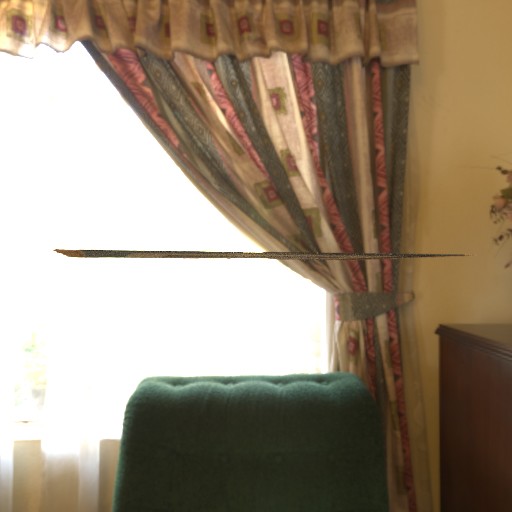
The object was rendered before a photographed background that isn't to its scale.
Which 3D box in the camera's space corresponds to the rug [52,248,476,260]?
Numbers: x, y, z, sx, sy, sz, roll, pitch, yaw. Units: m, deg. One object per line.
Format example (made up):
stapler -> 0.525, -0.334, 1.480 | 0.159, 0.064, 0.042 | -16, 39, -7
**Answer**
rug -> 0.000, 0.000, 1.915 | 1.541, 0.013, 0.920 | 1, -2, -19
